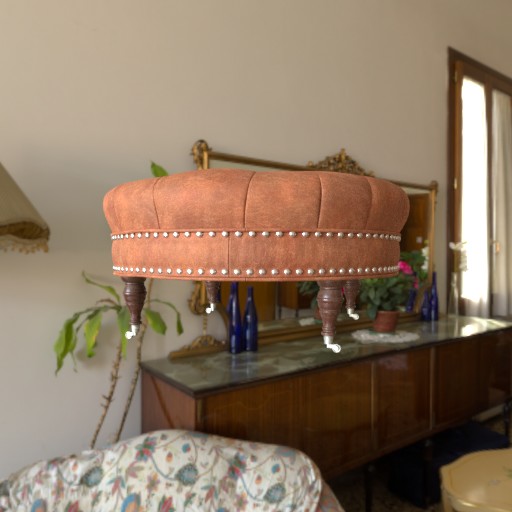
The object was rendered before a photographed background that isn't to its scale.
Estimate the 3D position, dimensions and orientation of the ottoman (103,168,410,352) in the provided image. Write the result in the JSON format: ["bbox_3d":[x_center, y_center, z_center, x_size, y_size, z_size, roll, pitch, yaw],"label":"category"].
[{"bbox_3d":[0.000,0.000,1.377,0.901,0.444,0.901,0,0,0],"label":"ottoman"}]
